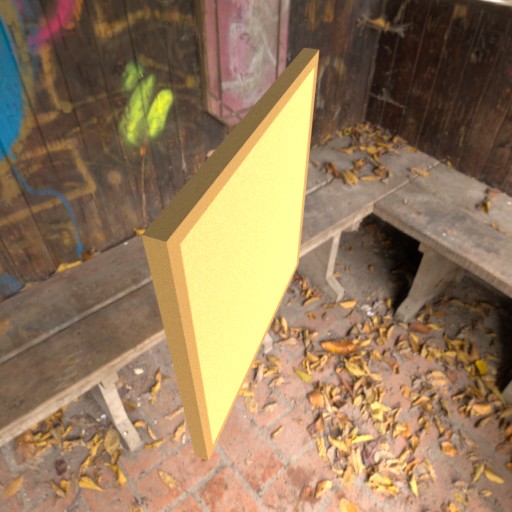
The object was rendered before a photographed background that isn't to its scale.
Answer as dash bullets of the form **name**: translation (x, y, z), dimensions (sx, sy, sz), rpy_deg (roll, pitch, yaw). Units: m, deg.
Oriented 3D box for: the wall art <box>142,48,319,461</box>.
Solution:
- **wall art**: translation (0.000, 0.000, 2.847), dimensions (0.099, 1.926, 1.926), rpy_deg (15, 46, 15)
